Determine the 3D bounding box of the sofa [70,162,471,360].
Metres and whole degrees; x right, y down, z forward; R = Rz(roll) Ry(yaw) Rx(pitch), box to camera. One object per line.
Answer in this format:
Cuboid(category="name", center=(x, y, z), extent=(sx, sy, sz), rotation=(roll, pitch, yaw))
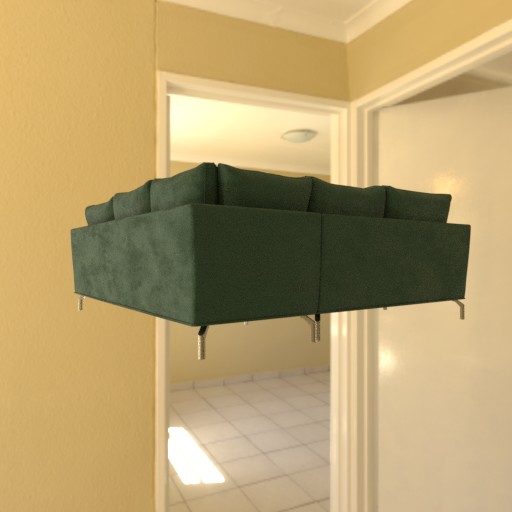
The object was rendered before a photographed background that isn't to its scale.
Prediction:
Cuboid(category="sofa", center=(0.000, 0.000, 3.783), extent=(2.468, 1.004, 2.452), rotation=(0, 0, -35))
